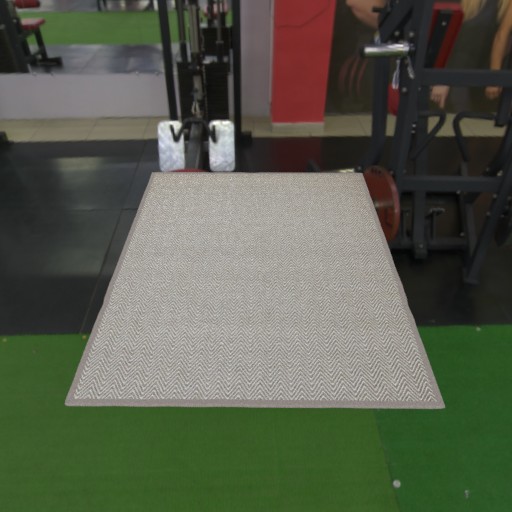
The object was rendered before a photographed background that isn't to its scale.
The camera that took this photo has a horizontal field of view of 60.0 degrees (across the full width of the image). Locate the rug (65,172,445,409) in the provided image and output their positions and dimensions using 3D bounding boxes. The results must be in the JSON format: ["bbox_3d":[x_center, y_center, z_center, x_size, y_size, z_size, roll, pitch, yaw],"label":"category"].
[{"bbox_3d":[0.000,0.000,3.974,2.434,0.032,3.007,0,40,0],"label":"rug"}]
